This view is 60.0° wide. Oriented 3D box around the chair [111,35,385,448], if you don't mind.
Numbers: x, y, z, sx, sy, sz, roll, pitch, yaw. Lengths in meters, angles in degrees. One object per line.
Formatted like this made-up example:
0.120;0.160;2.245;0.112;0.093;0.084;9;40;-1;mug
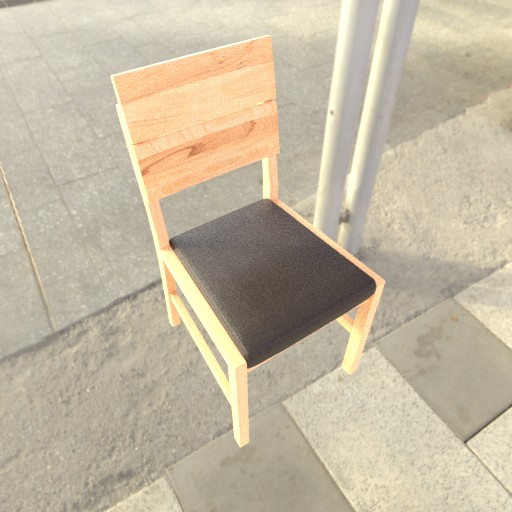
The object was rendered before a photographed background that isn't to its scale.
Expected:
0.000;0.000;1.253;0.475;0.950;0.560;-26;52;-22;chair
